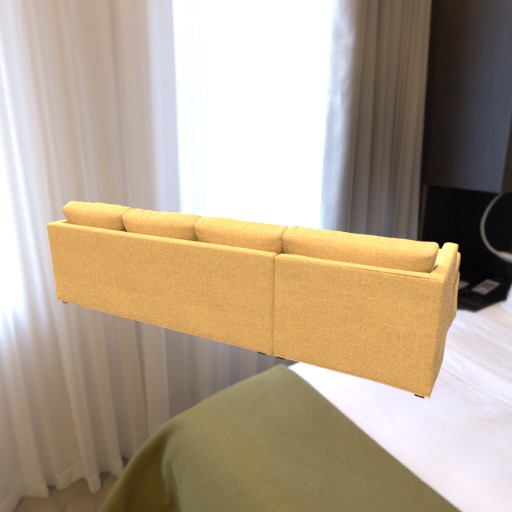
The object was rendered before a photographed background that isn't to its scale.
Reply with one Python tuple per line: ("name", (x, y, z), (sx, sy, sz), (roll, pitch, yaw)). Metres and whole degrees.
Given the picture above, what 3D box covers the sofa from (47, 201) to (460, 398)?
("sofa", (0.000, 0.000, 3.830), (3.205, 0.922, 1.650), (8, 18, 27))
